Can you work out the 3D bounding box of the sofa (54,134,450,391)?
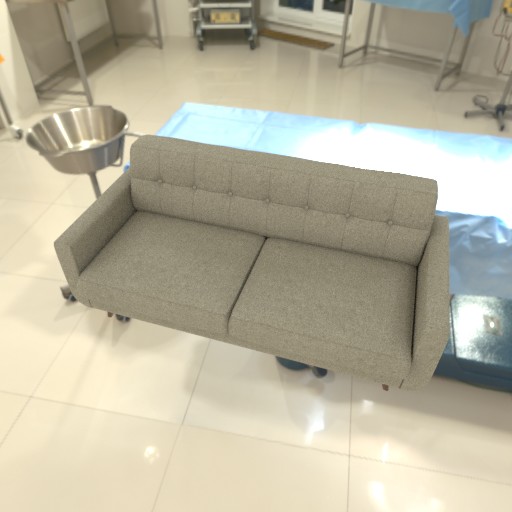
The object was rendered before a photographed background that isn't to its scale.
[{"bbox_3d":[0.000,0.000,2.572,2.055,0.873,0.968,12,43,13],"label":"sofa"}]
